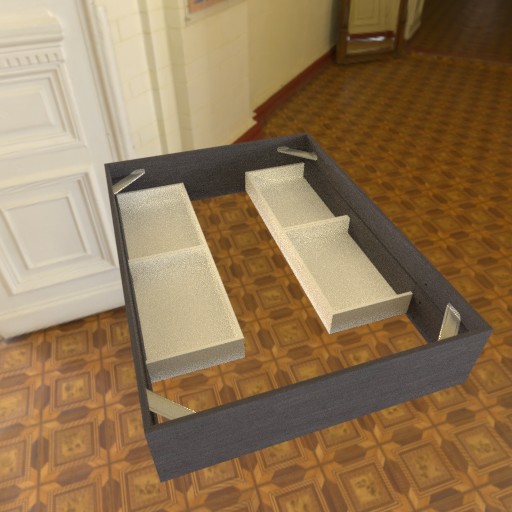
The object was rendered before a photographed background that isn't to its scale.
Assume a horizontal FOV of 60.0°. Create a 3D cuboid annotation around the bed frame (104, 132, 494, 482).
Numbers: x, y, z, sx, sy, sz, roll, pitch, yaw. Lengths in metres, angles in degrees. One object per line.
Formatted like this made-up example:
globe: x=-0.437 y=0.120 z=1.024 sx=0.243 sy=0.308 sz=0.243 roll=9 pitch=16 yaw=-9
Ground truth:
bed frame: x=0.000 y=0.000 z=2.506 sx=1.448 sy=0.459 sz=1.944 roll=-12 pitch=42 yaw=-14
